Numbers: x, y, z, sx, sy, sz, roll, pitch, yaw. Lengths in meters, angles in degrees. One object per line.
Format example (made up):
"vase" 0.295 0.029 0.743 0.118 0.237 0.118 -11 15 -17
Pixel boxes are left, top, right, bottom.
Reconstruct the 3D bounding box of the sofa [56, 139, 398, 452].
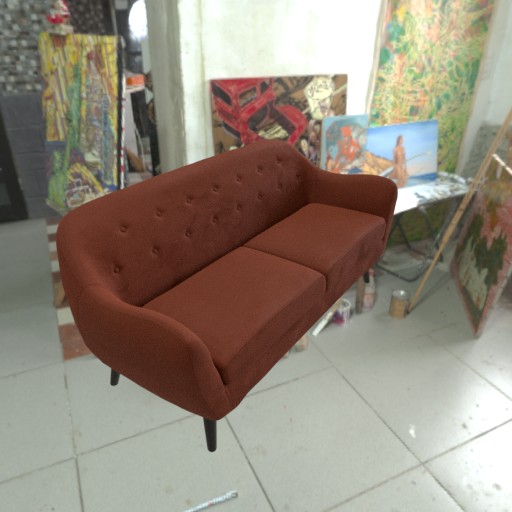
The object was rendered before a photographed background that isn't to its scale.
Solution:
"sofa" 0.000 0.000 2.246 0.820 0.836 1.840 19 34 31
